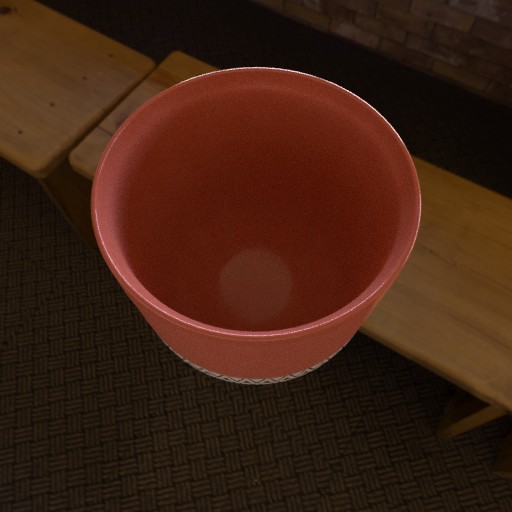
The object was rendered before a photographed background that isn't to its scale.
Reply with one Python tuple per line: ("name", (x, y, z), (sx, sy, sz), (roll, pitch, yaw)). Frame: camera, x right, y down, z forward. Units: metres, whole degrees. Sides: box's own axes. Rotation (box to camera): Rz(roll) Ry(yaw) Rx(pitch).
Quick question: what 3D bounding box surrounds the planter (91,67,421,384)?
("planter", (0.000, 0.000, 0.480), (0.266, 0.270, 0.266), (0, 63, 0))
